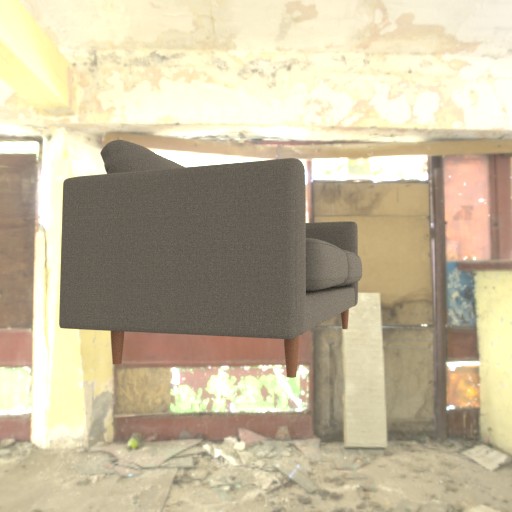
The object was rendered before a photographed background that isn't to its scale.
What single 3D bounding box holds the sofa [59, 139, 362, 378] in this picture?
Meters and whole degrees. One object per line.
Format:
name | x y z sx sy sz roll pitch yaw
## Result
sofa | 0.000 0.000 2.251 0.940 0.866 1.713 -1 -3 19
